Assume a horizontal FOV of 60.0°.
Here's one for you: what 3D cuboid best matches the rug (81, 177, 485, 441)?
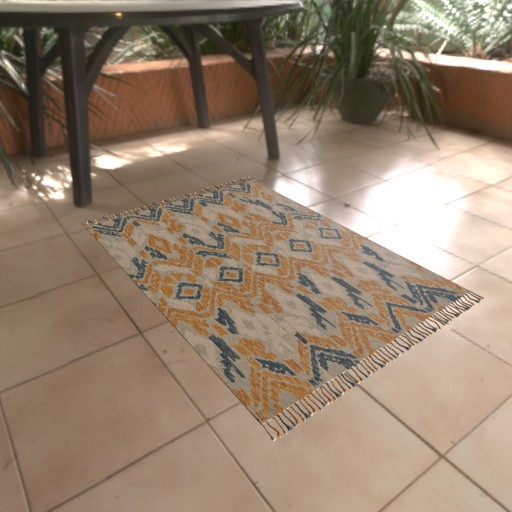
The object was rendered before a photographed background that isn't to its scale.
[{"bbox_3d":[0.000,0.000,2.309,1.230,0.008,1.827,-22,38,-31],"label":"rug"}]
